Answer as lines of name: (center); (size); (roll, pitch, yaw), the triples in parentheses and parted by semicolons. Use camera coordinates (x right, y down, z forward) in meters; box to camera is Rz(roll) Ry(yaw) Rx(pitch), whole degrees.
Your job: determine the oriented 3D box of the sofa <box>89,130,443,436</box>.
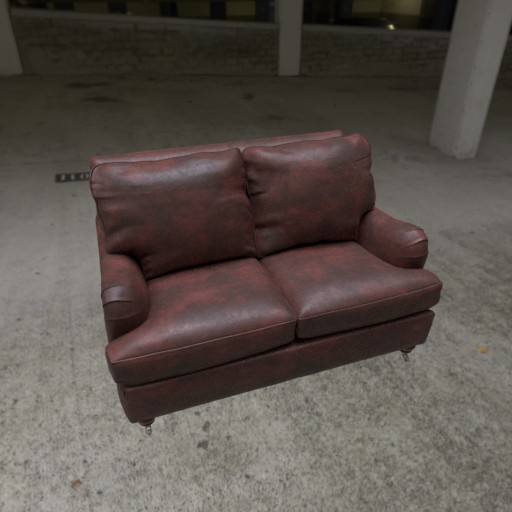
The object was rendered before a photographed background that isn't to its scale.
sofa: (0.000, 0.000, 2.384); (1.628, 1.070, 1.148); (-11, 34, -16)
